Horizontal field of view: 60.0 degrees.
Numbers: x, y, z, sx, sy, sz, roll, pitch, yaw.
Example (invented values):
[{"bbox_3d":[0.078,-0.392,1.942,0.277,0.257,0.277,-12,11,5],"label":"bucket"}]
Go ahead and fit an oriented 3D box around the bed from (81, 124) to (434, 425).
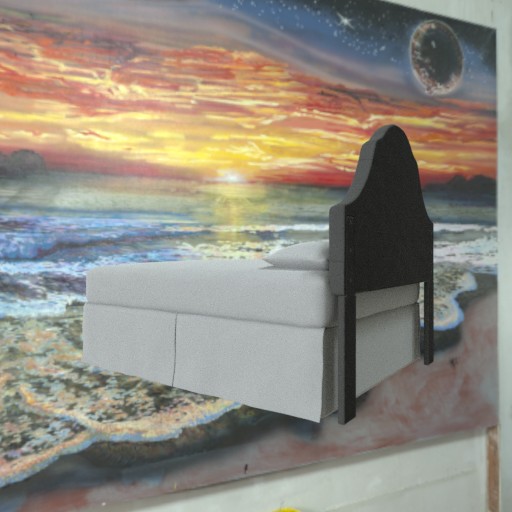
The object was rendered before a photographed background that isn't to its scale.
[{"bbox_3d":[0.000,0.000,3.315,2.155,1.575,1.636,0,0,37],"label":"bed"}]
